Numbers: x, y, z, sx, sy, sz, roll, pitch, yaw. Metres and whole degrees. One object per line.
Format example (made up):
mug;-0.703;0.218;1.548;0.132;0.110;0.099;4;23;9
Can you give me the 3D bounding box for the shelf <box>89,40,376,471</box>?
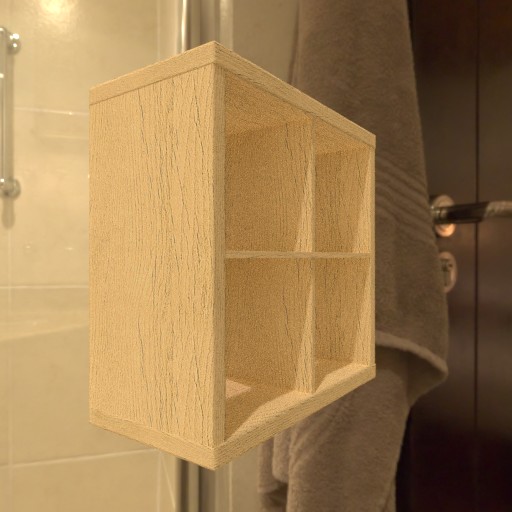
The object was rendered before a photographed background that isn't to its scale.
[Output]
shelf;0.000;0.000;1.243;0.390;0.786;0.790;0;0;36
